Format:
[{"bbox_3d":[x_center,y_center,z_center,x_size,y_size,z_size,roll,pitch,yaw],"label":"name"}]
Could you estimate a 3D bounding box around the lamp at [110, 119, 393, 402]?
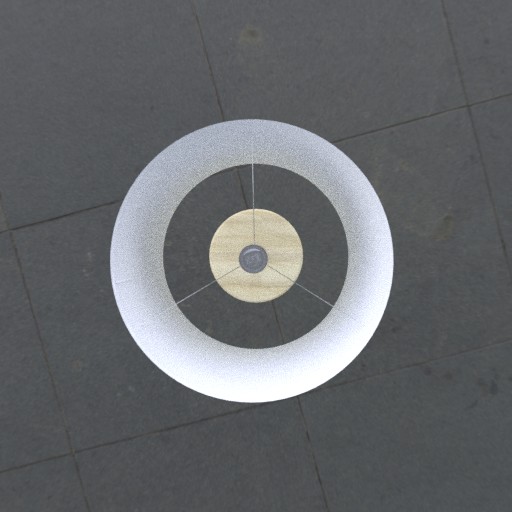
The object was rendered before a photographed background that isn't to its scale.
[{"bbox_3d":[0.000,0.000,0.575,0.228,0.444,0.228,0,91,1],"label":"lamp"}]
